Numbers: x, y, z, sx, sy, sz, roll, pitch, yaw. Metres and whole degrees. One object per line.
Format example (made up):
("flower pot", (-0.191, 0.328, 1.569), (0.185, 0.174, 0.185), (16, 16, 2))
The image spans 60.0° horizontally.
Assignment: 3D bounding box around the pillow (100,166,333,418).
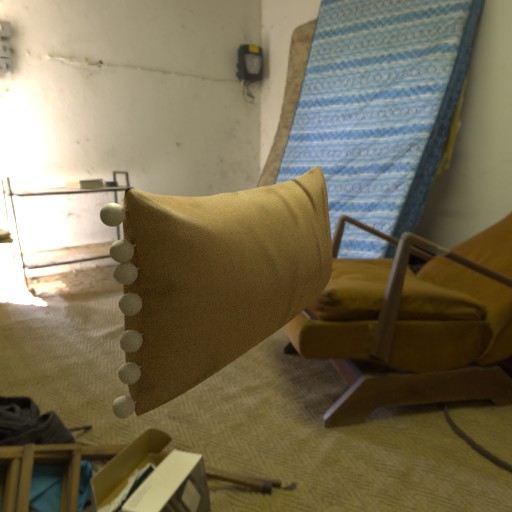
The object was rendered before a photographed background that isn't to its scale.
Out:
("pillow", (0.000, 0.000, 0.837), (0.201, 0.322, 0.709), (7, 14, 28))
